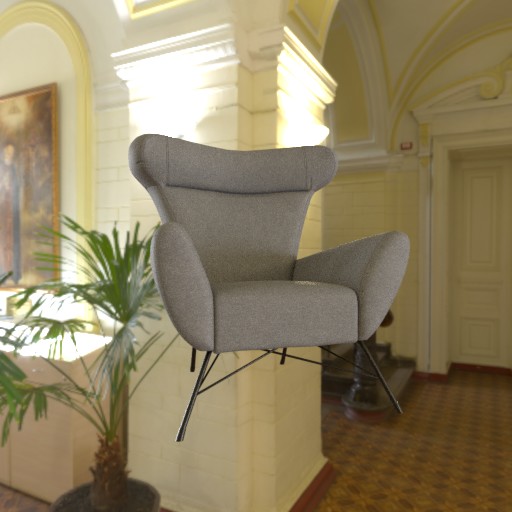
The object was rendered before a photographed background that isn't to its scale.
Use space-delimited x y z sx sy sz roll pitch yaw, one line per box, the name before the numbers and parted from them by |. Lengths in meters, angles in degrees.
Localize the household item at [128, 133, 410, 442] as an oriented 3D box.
household item | 0.000 0.000 1.799 0.980 1.050 0.900 0 1 -17
